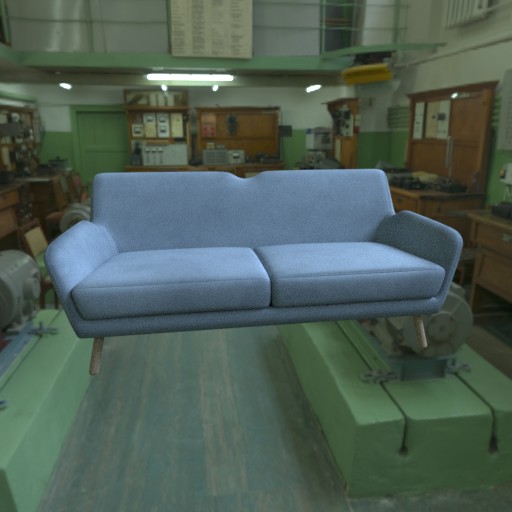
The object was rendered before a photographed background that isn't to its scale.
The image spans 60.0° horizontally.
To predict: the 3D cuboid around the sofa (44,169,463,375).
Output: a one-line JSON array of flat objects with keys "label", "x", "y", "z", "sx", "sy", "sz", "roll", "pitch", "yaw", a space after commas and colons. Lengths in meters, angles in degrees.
[{"label": "sofa", "x": 0.000, "y": 0.000, "z": 2.312, "sx": 1.870, "sy": 0.810, "sz": 0.850, "roll": -3, "pitch": 16, "yaw": -9}]
